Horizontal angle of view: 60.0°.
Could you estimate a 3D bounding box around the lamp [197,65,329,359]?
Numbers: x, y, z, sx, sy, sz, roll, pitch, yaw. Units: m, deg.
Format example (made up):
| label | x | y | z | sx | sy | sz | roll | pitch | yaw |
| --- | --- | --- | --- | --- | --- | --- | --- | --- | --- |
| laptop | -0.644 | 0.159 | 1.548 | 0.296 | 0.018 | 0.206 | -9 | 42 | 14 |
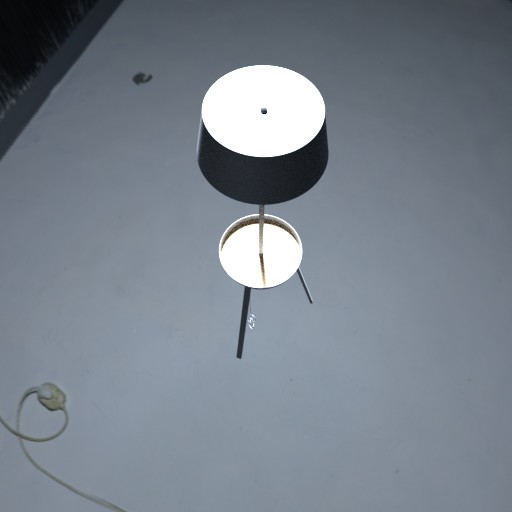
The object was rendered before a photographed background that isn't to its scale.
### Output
| label | x | y | z | sx | sy | sz | roll | pitch | yaw |
| --- | --- | --- | --- | --- | --- | --- | --- | --- | --- |
| lamp | 0.000 | 0.000 | 1.693 | 0.508 | 1.429 | 0.468 | 19 | 65 | 9 |
